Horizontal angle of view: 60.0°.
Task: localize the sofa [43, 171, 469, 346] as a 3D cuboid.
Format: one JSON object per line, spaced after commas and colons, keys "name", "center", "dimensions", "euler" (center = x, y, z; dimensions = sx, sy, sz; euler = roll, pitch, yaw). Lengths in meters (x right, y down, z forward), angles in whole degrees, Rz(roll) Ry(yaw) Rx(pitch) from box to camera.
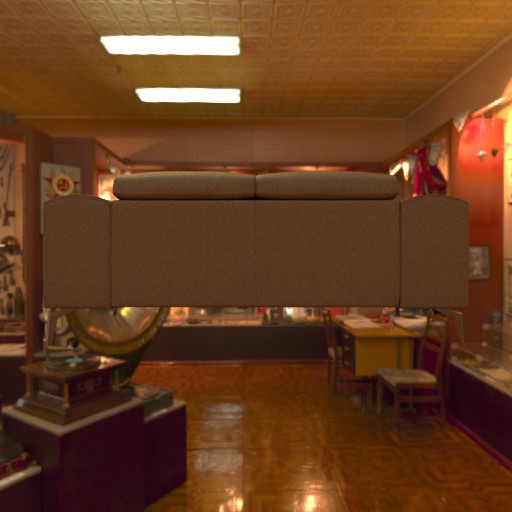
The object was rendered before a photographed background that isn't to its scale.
{"name": "sofa", "center": [0.000, 0.000, 2.421], "dimensions": [1.895, 0.779, 1.003], "euler": [0, 1, 0]}
